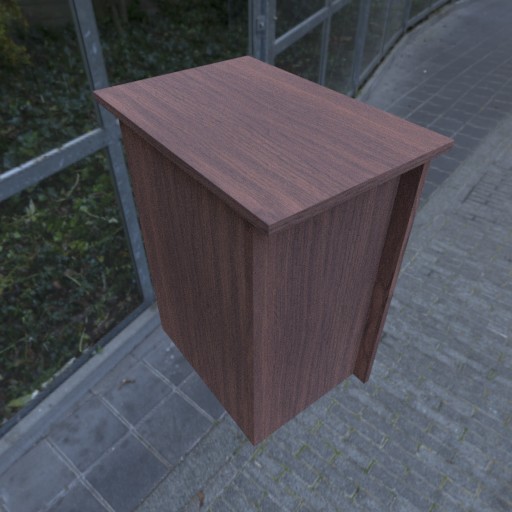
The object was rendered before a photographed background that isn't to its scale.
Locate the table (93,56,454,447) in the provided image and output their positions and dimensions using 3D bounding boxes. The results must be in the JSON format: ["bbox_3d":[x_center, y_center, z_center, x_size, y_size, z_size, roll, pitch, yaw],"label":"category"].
[{"bbox_3d":[0.000,0.000,1.068,0.406,0.711,0.589,-26,47,-27],"label":"table"}]
